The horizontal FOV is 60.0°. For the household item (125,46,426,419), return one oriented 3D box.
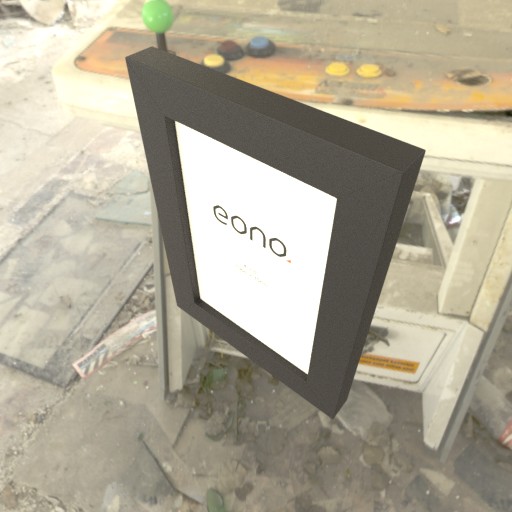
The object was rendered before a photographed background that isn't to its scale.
[{"bbox_3d":[0.000,0.000,0.233,0.133,0.178,0.022,31,53,26],"label":"household item"}]
